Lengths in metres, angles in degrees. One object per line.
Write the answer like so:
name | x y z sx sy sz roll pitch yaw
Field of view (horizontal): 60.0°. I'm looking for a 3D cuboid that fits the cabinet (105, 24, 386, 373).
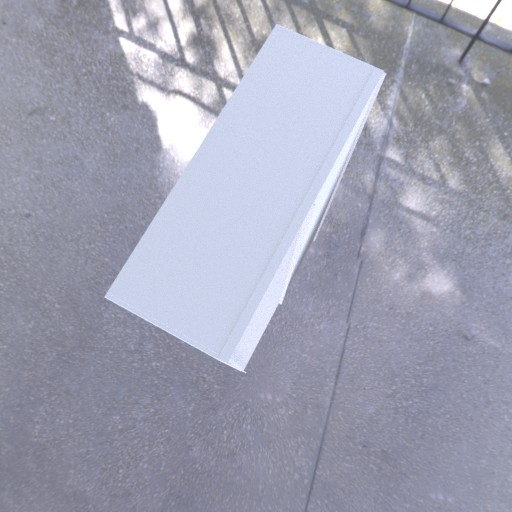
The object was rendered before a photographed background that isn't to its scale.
cabinet | 0.000 0.000 2.627 0.480 2.160 1.250 27 76 7
